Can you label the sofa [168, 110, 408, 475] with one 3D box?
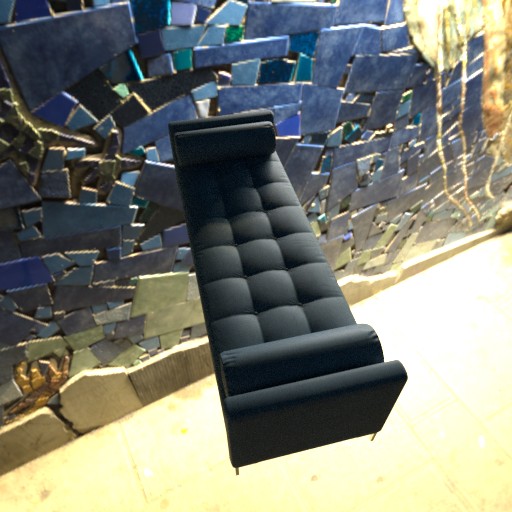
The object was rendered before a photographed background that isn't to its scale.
[{"bbox_3d":[0.000,0.000,2.429,0.686,0.635,1.981,-10,48,-9],"label":"sofa"}]
